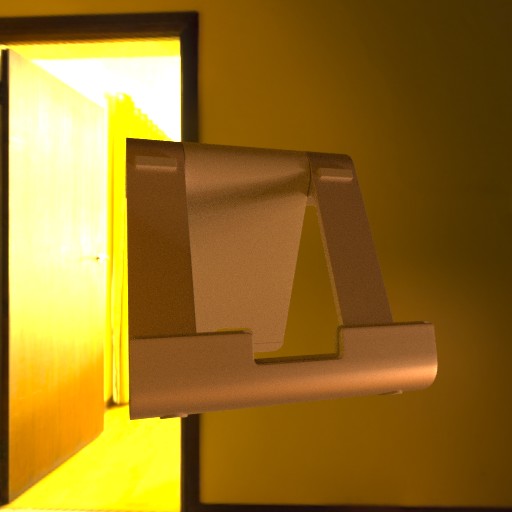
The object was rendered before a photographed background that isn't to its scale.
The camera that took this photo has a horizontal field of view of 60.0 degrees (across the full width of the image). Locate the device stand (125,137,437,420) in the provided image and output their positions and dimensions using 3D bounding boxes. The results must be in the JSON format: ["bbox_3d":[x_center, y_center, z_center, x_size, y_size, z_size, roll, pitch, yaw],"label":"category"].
[{"bbox_3d":[0.000,0.000,0.154,0.086,0.084,0.079,0,0,-17],"label":"device stand"}]
